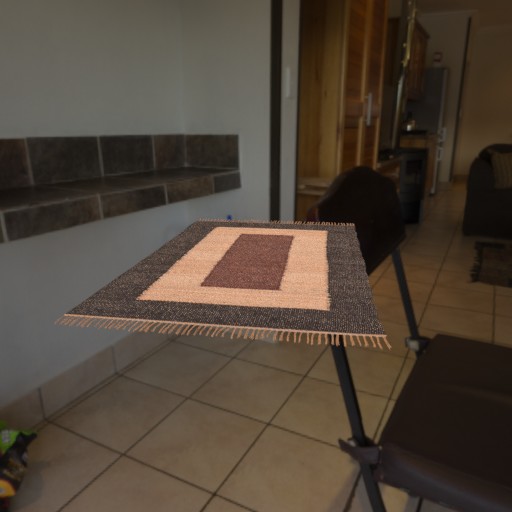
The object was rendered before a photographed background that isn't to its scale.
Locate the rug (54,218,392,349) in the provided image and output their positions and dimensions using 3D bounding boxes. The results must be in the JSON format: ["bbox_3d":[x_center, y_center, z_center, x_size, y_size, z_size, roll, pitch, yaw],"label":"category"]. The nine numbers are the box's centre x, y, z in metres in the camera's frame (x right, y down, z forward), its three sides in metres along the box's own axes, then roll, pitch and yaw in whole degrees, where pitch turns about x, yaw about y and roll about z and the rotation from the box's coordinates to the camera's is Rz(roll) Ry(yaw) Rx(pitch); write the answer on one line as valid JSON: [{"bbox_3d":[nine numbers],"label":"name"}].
[{"bbox_3d":[0.000,0.000,1.890,0.920,0.013,1.541,2,16,9],"label":"rug"}]
